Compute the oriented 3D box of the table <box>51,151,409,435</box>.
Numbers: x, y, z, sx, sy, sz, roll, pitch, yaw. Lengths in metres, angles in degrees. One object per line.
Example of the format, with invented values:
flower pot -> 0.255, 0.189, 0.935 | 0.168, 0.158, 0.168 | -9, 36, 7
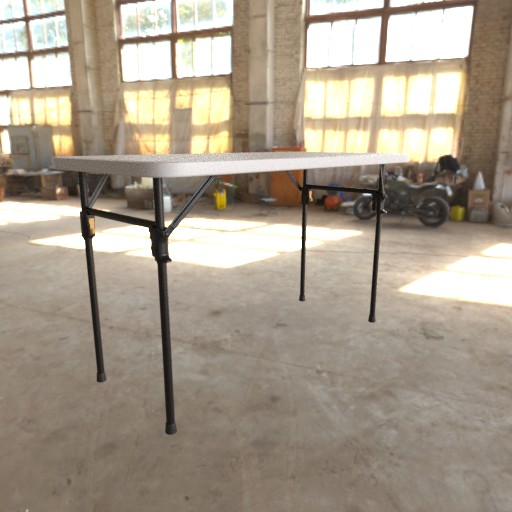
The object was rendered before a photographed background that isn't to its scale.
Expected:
table -> 0.000, 0.000, 1.638 | 0.610, 0.729, 1.219 | 13, 19, 42
